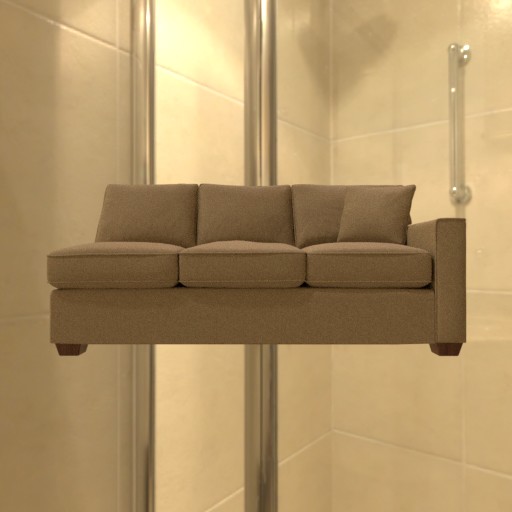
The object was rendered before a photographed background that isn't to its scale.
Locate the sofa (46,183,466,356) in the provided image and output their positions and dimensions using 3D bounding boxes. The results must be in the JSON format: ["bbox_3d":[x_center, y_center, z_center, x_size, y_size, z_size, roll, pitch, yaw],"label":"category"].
[{"bbox_3d":[0.000,0.000,2.530,1.963,0.946,1.034,0,-1,0],"label":"sofa"}]
